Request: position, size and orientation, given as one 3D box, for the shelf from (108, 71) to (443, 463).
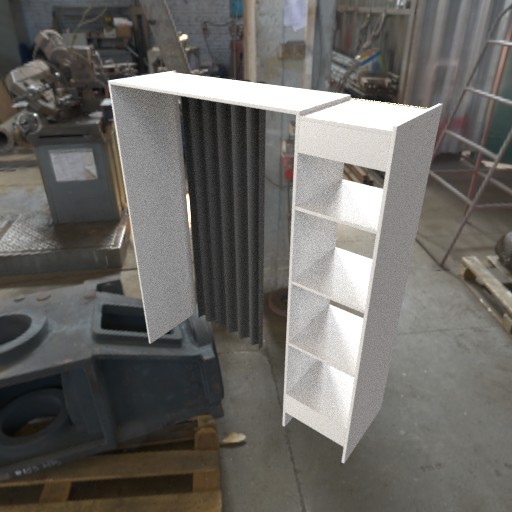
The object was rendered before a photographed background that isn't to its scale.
[{"bbox_3d":[0.000,0.000,2.548,1.600,1.810,0.500,21,36,32],"label":"shelf"}]
